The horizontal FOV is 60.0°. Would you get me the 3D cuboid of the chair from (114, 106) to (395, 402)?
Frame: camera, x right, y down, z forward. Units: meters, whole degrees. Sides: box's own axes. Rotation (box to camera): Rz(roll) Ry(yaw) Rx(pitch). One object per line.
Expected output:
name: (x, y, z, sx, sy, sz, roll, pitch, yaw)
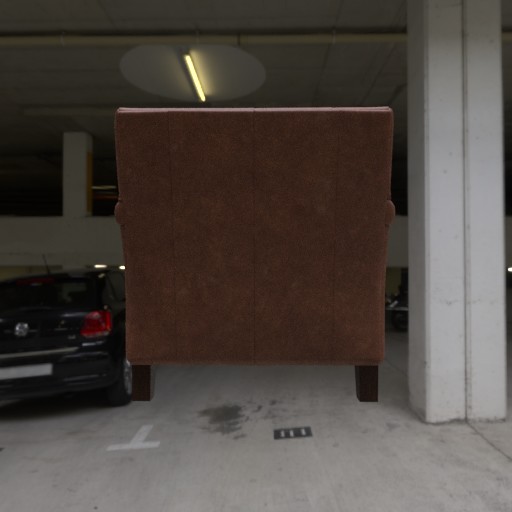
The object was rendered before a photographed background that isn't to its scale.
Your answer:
chair: (0.000, 0.000, 1.960, 0.986, 1.055, 1.158, 0, -1, 1)
